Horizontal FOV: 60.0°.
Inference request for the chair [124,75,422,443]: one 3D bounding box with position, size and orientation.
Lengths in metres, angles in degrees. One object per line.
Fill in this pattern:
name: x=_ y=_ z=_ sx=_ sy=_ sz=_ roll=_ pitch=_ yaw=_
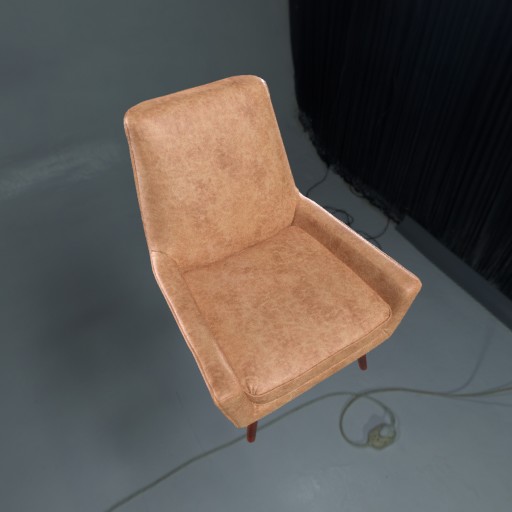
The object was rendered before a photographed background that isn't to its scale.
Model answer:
chair: x=0.000 y=0.000 z=1.521 sx=0.753 sy=0.883 sz=0.851 roll=-25 pitch=52 yaw=-21
